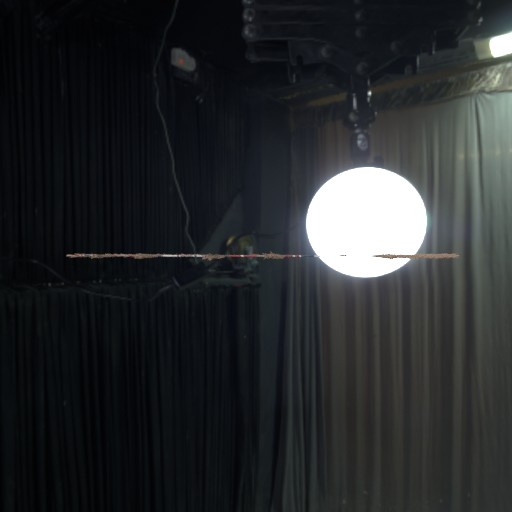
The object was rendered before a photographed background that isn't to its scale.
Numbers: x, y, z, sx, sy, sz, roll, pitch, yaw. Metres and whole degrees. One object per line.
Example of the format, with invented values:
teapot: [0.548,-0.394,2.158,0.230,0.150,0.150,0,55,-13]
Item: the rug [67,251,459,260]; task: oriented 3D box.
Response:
rug: [0.000,0.000,2.637,2.025,0.040,1.469,0,0,35]
